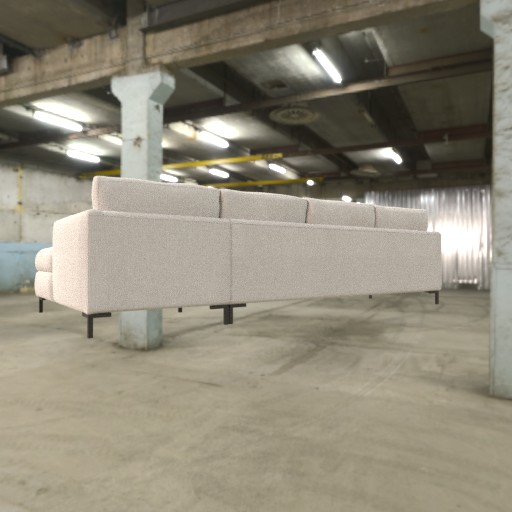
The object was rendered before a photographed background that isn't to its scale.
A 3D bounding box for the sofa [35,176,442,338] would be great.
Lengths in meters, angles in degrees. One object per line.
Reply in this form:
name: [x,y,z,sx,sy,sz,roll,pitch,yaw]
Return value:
sofa: [0.000,0.000,2.876,2.445,0.677,1.126,0,-1,-35]
